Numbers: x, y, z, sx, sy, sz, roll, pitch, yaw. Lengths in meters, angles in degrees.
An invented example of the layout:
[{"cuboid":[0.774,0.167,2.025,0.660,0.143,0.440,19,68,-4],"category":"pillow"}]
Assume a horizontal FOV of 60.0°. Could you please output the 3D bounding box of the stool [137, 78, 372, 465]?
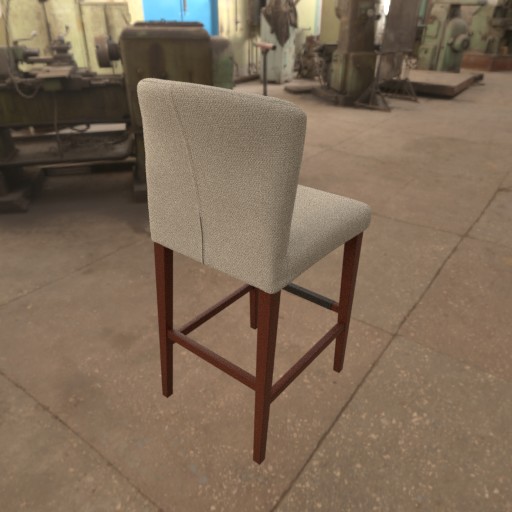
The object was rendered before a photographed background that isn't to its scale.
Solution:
[{"cuboid":[0.000,0.000,1.363,0.481,1.069,0.568,22,36,33],"category":"stool"}]
